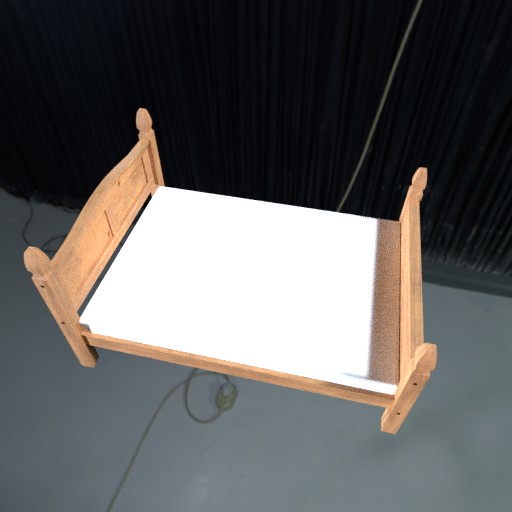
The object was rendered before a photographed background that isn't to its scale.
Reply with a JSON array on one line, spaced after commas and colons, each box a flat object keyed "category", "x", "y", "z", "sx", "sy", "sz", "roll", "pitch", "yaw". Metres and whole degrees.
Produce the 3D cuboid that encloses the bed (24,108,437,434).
[{"category": "bed", "x": 0.000, "y": 0.000, "z": 2.914, "sx": 2.069, "sy": 1.100, "sz": 1.490, "roll": 10, "pitch": 48, "yaw": 9}]
